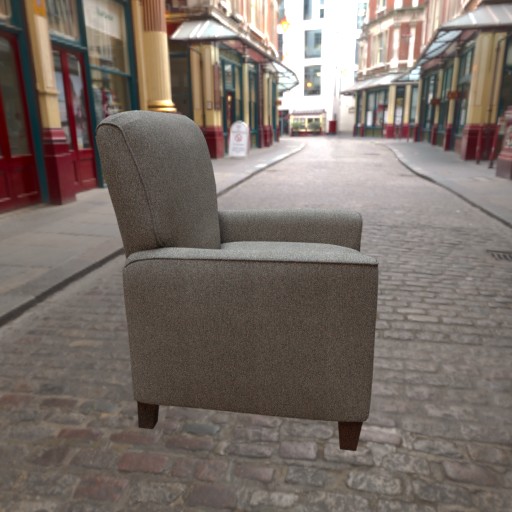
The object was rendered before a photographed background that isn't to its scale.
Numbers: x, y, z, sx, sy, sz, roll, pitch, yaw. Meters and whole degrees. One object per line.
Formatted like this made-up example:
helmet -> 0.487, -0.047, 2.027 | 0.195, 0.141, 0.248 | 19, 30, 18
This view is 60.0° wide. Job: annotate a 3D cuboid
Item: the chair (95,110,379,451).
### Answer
chair -> 0.000, 0.000, 1.654 | 0.858, 1.028, 0.841 | 2, 16, 9
